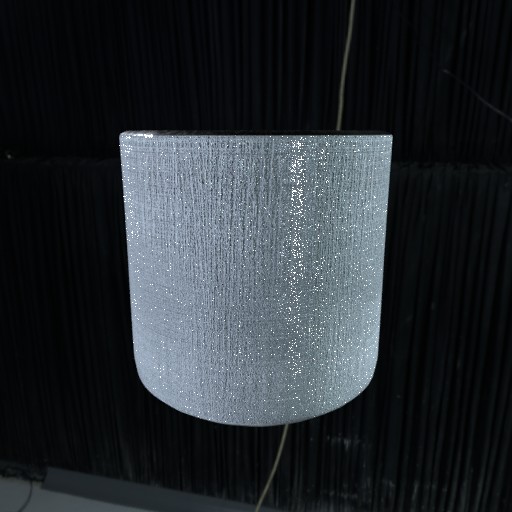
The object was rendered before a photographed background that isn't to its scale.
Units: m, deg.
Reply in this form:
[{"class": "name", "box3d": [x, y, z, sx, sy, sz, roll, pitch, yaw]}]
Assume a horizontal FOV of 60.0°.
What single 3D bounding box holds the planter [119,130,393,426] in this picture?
[{"class": "planter", "box3d": [0.000, 0.000, 0.286, 0.160, 0.156, 0.160, 0, 16, 0]}]
